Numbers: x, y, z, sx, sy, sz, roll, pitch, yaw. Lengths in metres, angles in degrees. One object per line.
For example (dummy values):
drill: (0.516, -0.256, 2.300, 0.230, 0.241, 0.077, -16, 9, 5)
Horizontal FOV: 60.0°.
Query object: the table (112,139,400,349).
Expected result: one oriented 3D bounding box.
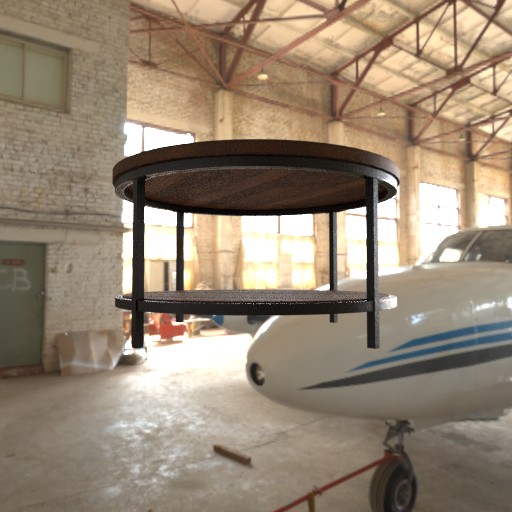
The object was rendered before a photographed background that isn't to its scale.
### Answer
table: (0.000, 0.000, 1.349, 0.837, 0.462, 0.837, 0, -2, 0)
